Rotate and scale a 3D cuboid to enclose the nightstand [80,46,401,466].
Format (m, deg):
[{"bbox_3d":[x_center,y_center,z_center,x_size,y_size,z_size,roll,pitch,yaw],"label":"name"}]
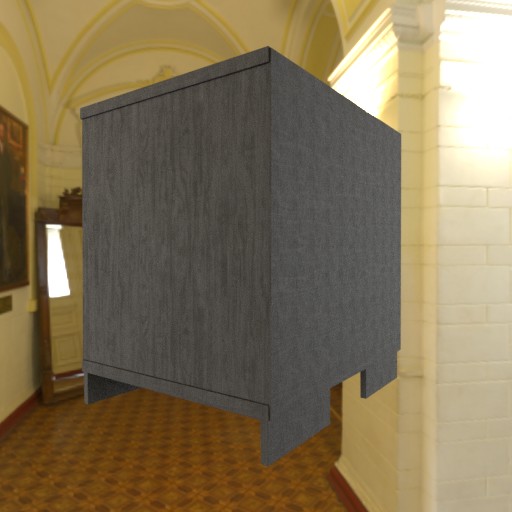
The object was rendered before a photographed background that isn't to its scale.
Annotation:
[{"bbox_3d":[0.000,0.000,0.741,0.347,0.448,0.427,0,1,36],"label":"nightstand"}]
